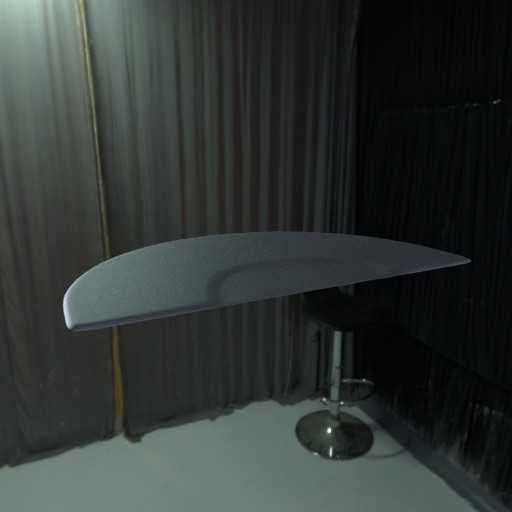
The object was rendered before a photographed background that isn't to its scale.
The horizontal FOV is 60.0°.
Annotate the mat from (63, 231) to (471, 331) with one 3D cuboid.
[{"bbox_3d":[0.000,0.000,1.849,1.525,0.016,0.917,-7,17,-26],"label":"mat"}]
